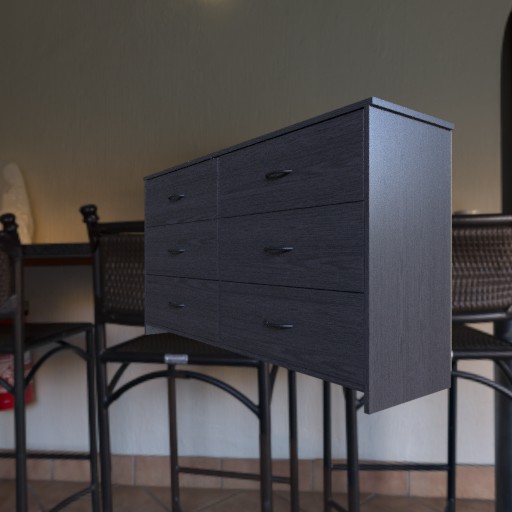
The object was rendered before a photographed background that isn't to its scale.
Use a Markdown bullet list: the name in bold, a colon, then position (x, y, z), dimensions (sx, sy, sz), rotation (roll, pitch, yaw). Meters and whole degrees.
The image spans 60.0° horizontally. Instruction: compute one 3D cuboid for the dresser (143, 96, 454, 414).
- **dresser**: position (0.000, 0.000, 1.690), dimensions (0.401, 0.755, 1.360), rotation (0, 0, -37)
